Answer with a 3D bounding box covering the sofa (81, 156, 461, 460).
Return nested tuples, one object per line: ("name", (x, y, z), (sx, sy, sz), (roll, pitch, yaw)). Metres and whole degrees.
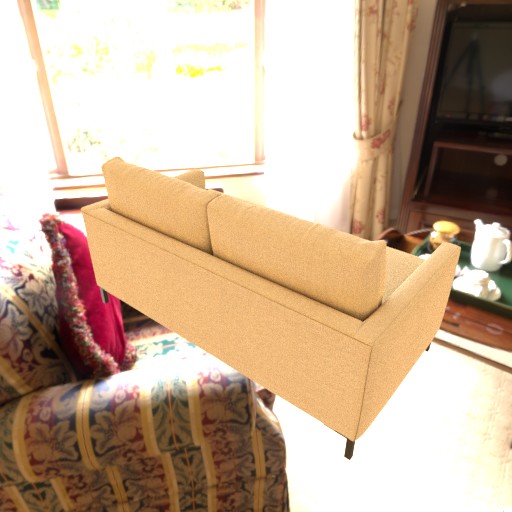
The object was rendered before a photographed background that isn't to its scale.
("sofa", (0.000, 0.000, 2.144), (1.651, 0.812, 0.839), (22, 36, 34))
